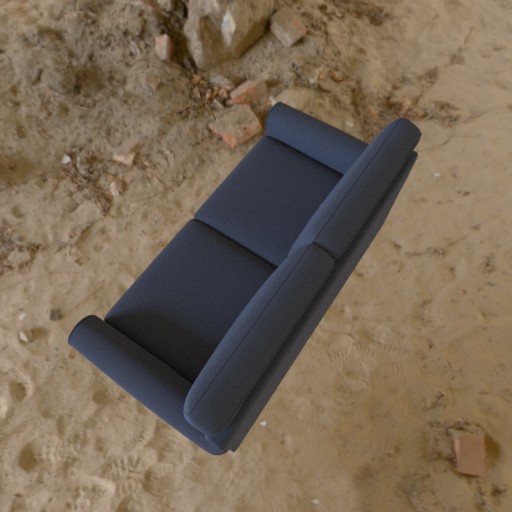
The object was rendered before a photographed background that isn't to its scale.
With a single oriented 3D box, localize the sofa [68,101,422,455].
[{"bbox_3d":[0.000,0.000,2.492,0.940,1.020,1.930,32,68,15],"label":"sofa"}]
